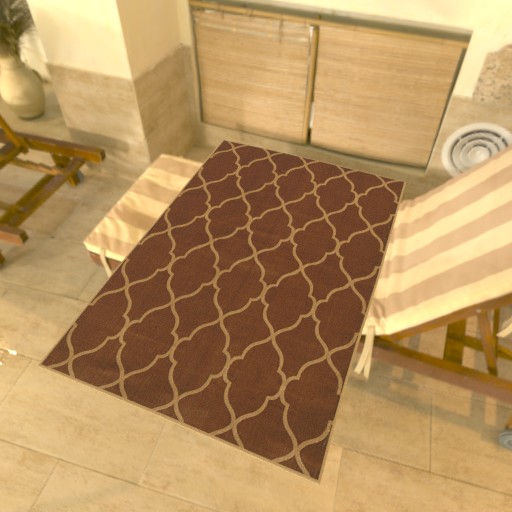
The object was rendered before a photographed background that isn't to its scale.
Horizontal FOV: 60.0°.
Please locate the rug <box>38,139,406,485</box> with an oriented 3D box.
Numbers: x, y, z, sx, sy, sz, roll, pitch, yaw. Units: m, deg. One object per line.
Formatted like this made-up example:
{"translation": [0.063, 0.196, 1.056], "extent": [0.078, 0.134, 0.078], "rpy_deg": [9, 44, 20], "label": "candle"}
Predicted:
{"translation": [0.000, 0.000, 2.817], "extent": [1.526, 0.014, 2.290], "rpy_deg": [16, 49, 15], "label": "rug"}
